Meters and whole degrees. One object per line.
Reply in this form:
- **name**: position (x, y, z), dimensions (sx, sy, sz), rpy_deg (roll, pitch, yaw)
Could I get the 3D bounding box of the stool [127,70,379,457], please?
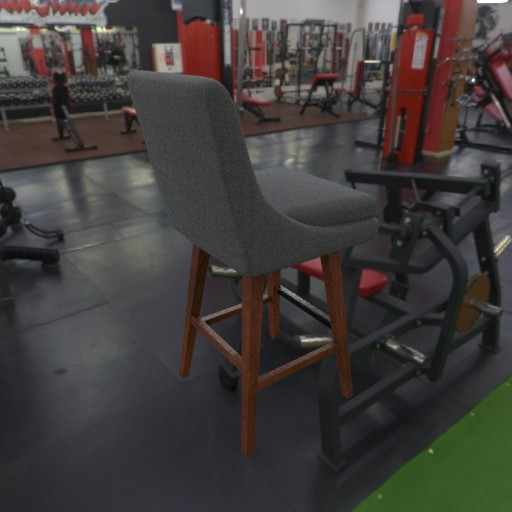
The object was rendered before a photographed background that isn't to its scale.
- **stool**: position (0.000, 0.000, 1.260), dimensions (0.524, 0.977, 0.447), rpy_deg (-17, 30, -31)
